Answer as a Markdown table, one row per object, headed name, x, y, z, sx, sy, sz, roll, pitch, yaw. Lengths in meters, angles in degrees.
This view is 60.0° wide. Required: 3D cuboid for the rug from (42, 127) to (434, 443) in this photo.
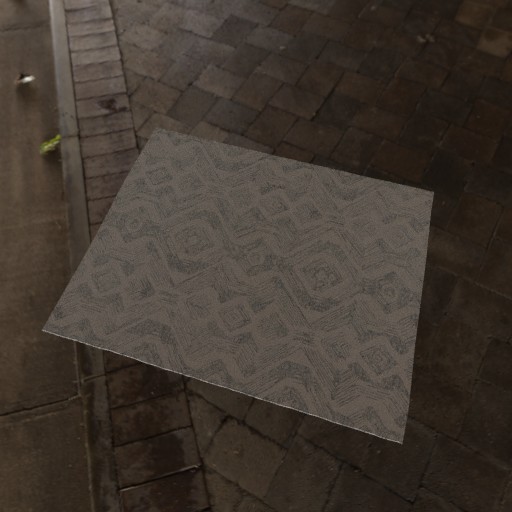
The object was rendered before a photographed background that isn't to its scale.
| name | x | y | z | sx | sy | sz | roll | pitch | yaw |
| --- | --- | --- | --- | --- | --- | --- | --- | --- | --- |
| rug | 0.000 | 0.000 | 4.090 | 3.054 | 0.030 | 2.430 | 15 | 62 | 8 |
